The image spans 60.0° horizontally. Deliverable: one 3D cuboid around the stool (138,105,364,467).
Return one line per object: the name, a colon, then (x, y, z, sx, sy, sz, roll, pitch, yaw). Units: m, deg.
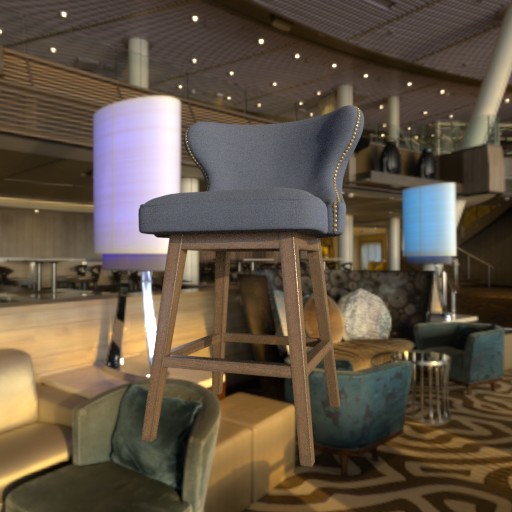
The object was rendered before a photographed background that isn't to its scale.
stool: (0.000, 0.000, 1.339, 0.615, 0.972, 0.597, 0, -1, 19)
